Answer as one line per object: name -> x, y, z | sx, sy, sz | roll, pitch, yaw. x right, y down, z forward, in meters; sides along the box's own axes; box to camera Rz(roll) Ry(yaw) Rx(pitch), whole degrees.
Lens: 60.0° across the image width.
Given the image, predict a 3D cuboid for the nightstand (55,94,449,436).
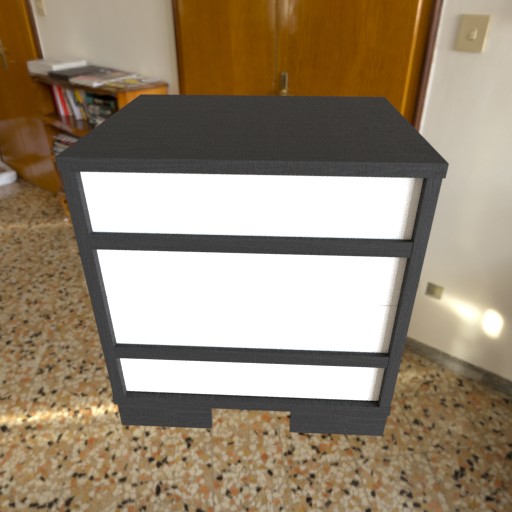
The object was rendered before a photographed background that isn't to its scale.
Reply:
nightstand -> 0.000, 0.000, 0.741 | 0.427, 0.448, 0.347 | 2, 31, 3
